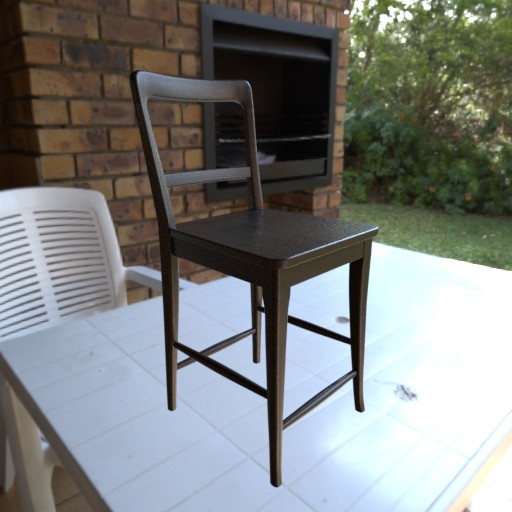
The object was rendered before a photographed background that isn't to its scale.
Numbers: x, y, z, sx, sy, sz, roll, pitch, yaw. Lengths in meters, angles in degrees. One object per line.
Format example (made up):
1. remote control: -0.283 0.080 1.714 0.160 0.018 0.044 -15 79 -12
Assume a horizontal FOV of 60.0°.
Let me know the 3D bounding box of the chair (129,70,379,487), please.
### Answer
1. chair: 0.000 0.000 1.267 0.546 0.991 0.450 15 22 41
